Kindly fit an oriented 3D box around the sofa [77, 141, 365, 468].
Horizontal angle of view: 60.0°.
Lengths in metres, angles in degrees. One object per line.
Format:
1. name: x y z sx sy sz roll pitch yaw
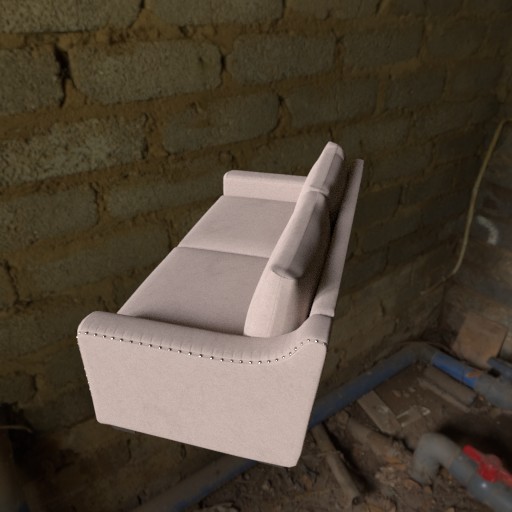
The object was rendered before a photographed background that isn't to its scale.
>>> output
1. sofa: 0.000 0.000 2.517 1.030 0.901 1.967 8 31 13
